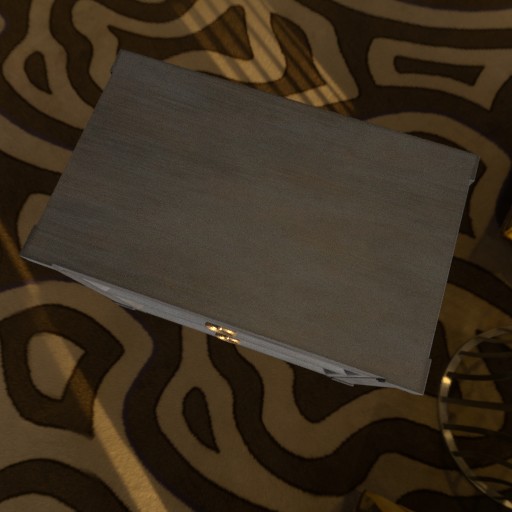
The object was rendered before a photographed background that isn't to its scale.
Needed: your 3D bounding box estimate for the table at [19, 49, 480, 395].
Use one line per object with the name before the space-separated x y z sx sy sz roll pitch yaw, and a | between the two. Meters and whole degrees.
table | 0.000 0.000 1.045 0.660 0.660 0.413 18 76 5
